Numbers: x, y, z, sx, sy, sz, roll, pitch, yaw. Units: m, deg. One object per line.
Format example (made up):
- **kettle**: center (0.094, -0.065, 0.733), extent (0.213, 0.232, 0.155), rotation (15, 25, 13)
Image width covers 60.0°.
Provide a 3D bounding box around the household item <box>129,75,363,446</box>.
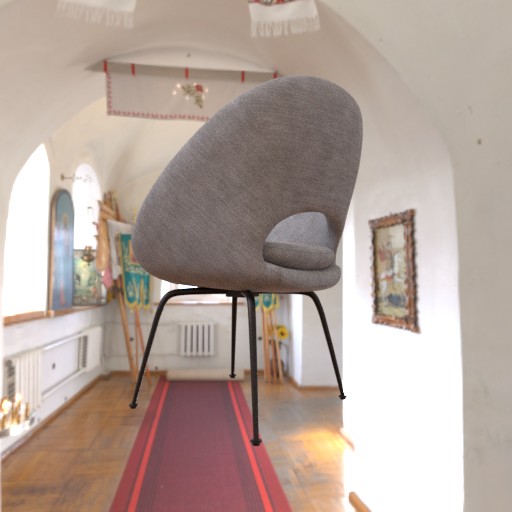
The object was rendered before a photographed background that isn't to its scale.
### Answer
- **household item**: center (0.000, 0.000, 1.297), extent (0.587, 0.869, 0.643), rotation (-1, -2, 37)
